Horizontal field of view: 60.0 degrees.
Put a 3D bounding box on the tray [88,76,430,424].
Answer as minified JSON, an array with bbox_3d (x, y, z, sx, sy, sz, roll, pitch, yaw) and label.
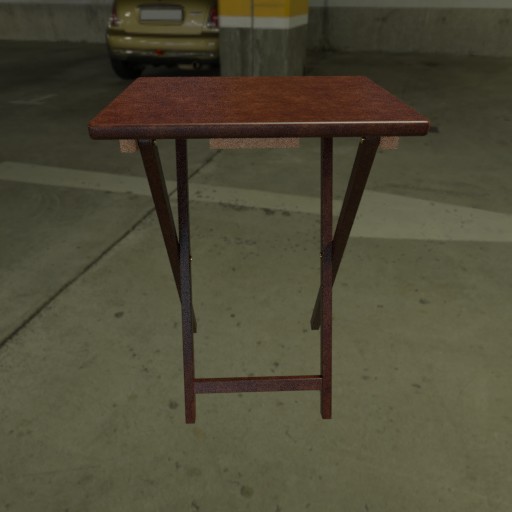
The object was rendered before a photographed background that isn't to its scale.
[{"bbox_3d":[0.000,0.000,0.947,0.483,0.660,0.381,-1,31,-2],"label":"tray"}]
